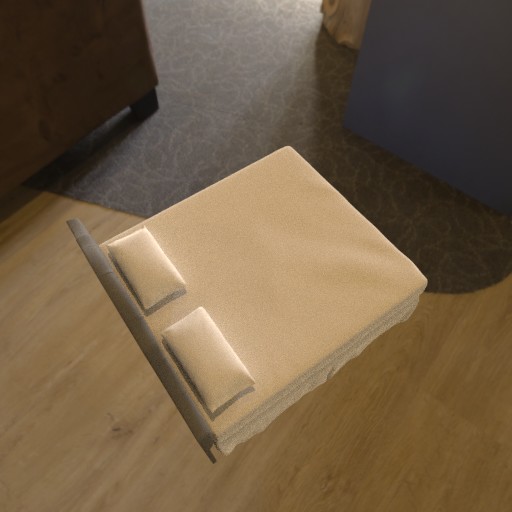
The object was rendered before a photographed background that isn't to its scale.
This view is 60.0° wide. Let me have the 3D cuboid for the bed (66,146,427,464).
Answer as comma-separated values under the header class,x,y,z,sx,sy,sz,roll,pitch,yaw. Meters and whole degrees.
class,x,y,z,sx,sy,sz,roll,pitch,yaw
bed,0.000,0.000,3.558,2.214,1.615,2.008,-31,64,-17
